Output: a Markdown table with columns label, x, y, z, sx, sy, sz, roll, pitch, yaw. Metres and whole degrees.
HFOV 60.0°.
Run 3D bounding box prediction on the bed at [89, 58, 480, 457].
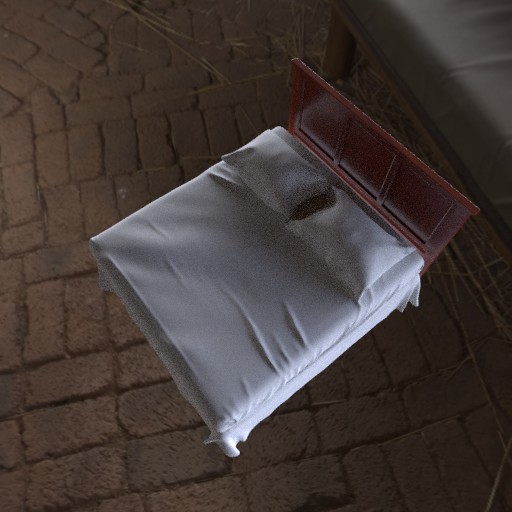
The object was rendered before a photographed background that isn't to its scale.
| label | x | y | z | sx | sy | sz | roll | pitch | yaw |
| --- | --- | --- | --- | --- | --- | --- | --- | --- | --- |
| bed | 0.000 | 0.000 | 3.156 | 2.050 | 1.270 | 1.870 | -35 | 68 | -16 |
